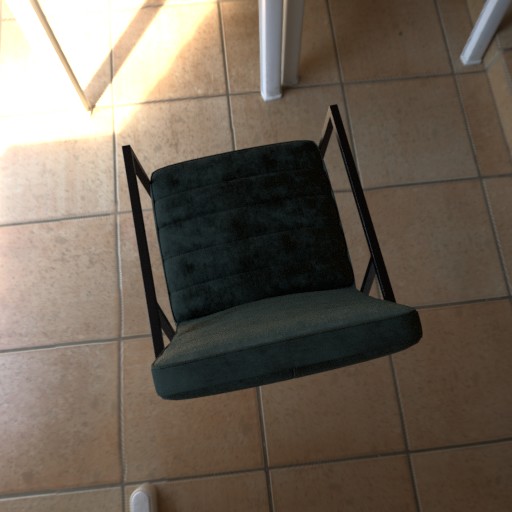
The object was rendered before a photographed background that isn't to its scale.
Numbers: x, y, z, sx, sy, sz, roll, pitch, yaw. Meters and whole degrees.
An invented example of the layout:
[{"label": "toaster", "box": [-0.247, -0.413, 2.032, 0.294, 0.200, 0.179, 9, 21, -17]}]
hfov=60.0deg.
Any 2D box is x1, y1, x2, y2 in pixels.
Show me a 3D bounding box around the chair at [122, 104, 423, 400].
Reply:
[{"label": "chair", "box": [0.000, 0.000, 1.271, 0.571, 0.833, 0.677, -12, 76, -3]}]
